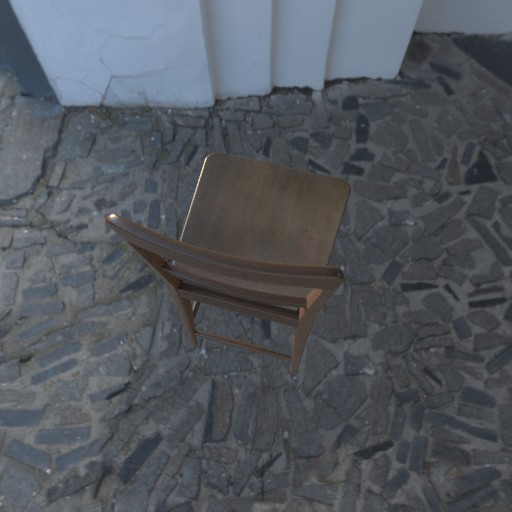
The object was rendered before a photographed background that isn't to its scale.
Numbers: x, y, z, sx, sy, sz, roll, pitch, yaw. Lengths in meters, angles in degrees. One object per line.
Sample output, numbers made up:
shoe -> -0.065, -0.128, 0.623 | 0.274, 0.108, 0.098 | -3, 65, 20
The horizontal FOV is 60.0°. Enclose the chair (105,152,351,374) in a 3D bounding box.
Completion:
chair -> 0.000, 0.000, 1.305 | 0.450, 0.991, 0.546 | 14, 64, 7
